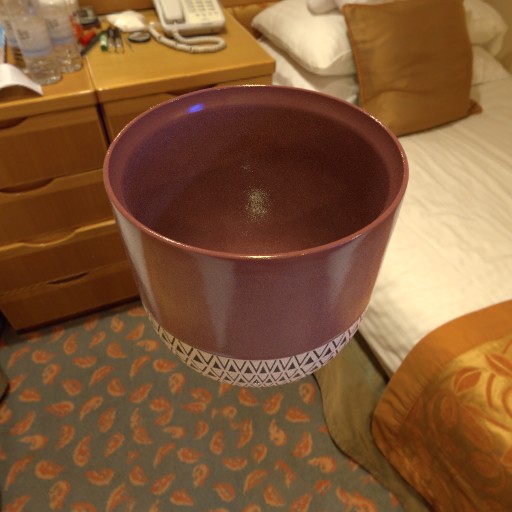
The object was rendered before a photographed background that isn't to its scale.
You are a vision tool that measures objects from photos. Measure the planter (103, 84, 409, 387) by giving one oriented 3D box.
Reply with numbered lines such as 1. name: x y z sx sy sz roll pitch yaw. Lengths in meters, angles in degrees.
1. planter: 0.000 0.000 0.491 0.266 0.270 0.266 0 46 0
